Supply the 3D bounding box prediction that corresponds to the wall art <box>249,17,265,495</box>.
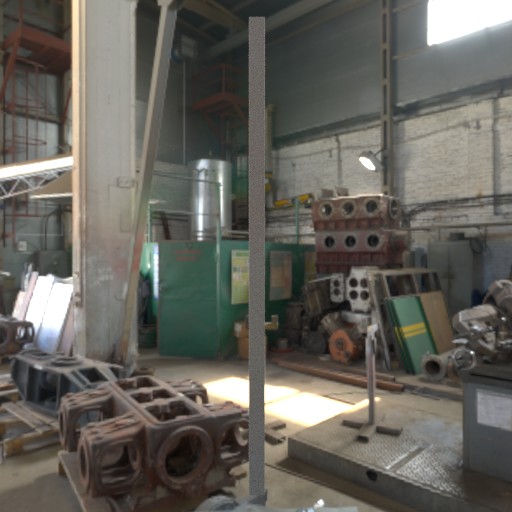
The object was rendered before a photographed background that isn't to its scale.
[{"bbox_3d":[0.000,0.000,1.440,0.038,1.143,0.764,0,0,0],"label":"wall art"}]
